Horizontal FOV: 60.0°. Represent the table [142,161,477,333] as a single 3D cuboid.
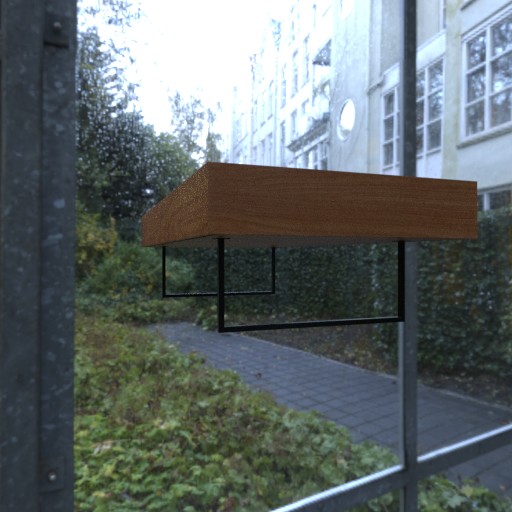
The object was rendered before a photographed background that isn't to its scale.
[{"bbox_3d":[0.000,0.000,1.438,0.610,0.330,1.194,0,0,-20],"label":"table"}]
